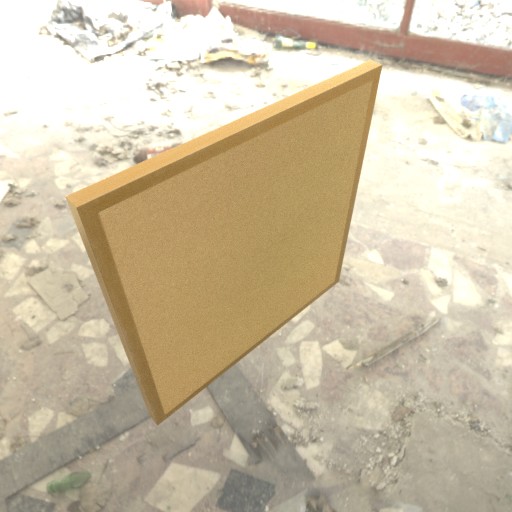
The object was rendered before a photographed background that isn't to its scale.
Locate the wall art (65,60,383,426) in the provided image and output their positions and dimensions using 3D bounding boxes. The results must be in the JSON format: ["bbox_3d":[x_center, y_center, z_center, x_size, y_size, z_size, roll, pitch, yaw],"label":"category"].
[{"bbox_3d":[0.000,0.000,1.121,0.762,0.760,0.037,-33,54,-28],"label":"wall art"}]
